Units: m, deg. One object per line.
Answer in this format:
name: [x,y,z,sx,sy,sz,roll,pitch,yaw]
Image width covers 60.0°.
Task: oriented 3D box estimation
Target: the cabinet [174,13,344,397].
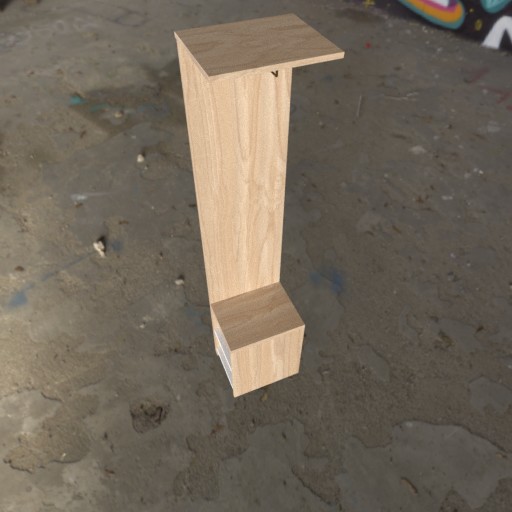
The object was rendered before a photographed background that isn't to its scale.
cabinet: [0.000,0.000,2.010,0.411,1.879,0.338,-17,49,-15]
